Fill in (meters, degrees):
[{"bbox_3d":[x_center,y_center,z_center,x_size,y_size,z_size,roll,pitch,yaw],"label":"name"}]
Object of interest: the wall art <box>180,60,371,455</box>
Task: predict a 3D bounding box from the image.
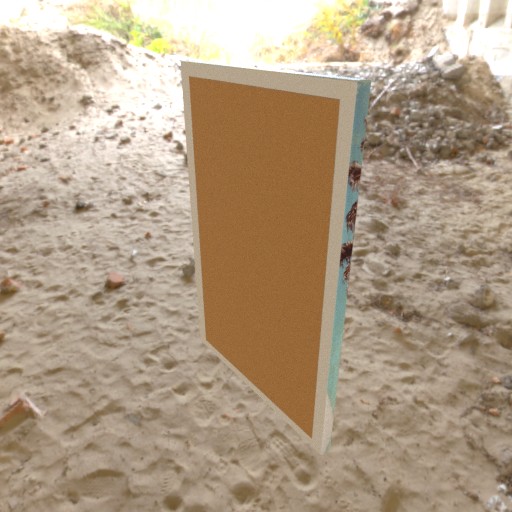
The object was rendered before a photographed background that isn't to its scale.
[{"bbox_3d":[0.000,0.000,1.168,0.037,0.915,0.605,-20,33,-33],"label":"wall art"}]
